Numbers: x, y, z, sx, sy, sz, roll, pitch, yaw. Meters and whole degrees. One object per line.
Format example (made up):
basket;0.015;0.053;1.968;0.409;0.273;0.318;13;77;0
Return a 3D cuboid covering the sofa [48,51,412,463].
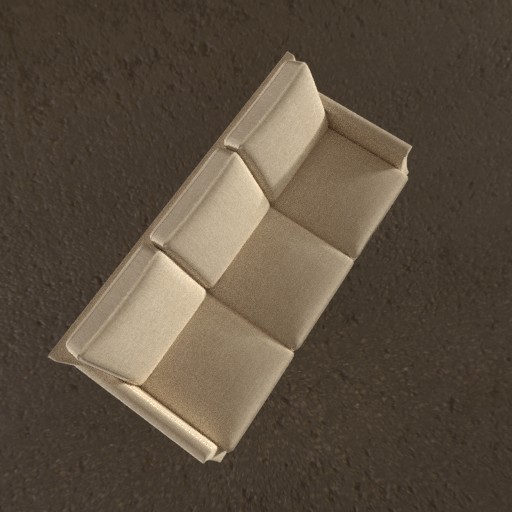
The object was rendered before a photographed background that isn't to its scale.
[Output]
sofa;0.000;0.000;2.717;1.041;0.940;2.210;33;78;8
